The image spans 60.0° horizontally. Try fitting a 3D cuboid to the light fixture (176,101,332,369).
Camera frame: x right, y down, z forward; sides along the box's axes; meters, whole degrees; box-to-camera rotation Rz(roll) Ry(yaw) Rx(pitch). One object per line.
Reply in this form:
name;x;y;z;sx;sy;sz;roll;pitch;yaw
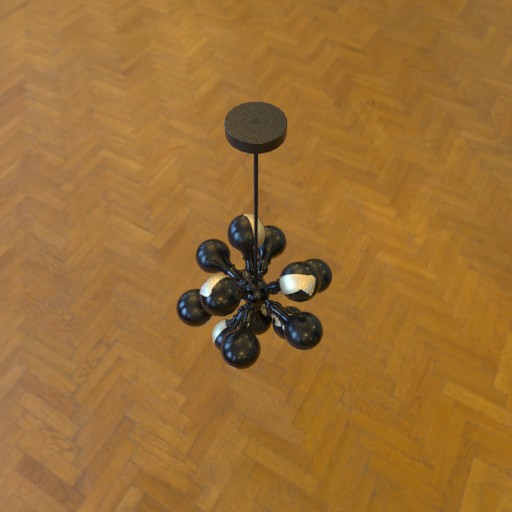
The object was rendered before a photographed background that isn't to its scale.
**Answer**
light fixture;0.000;0.000;1.133;0.468;0.859;0.420;-14;58;-9
